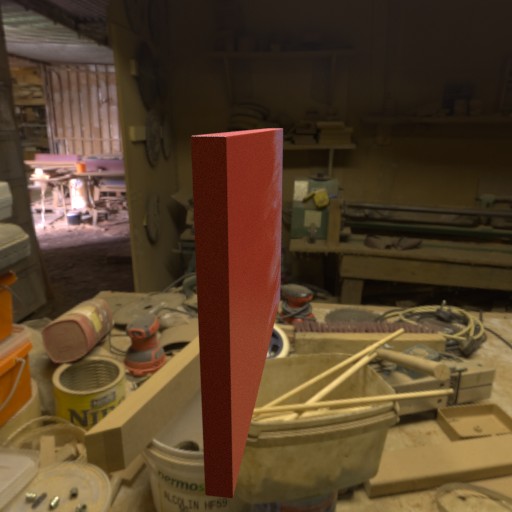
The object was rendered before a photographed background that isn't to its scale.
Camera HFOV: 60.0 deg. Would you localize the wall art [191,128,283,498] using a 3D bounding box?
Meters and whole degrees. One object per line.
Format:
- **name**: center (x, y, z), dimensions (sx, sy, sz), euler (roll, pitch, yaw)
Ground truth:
- **wall art**: center (0.000, 0.000, 0.744), dimensions (0.033, 0.405, 0.607), euler (2, 17, 8)
